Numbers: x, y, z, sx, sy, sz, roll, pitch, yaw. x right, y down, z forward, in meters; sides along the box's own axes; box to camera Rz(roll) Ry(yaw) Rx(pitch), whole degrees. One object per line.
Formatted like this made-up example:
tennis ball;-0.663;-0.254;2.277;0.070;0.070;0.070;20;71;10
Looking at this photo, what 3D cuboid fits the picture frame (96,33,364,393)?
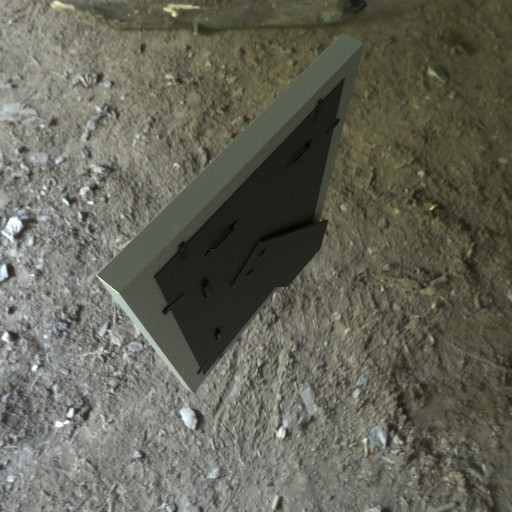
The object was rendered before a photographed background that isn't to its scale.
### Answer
picture frame;0.000;0.000;0.519;0.036;0.386;0.307;35;68;16
